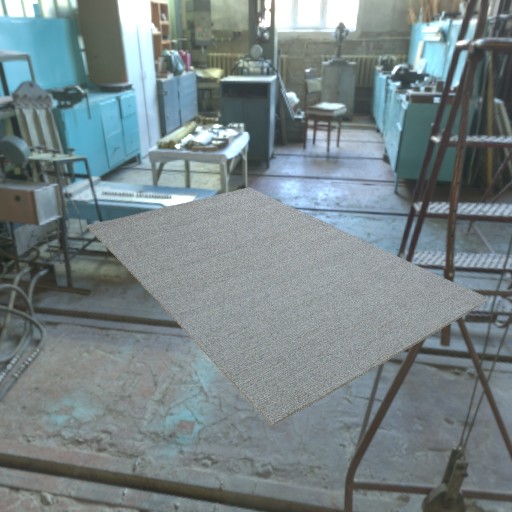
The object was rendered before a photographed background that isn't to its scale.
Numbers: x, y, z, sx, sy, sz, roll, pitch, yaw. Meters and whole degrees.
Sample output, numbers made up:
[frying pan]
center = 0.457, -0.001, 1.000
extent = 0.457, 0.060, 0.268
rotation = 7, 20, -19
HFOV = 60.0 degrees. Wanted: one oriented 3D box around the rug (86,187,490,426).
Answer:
[rug]
center = 0.000, 0.000, 2.214
extent = 1.154, 0.021, 1.792
rotation = -18, 32, -31
